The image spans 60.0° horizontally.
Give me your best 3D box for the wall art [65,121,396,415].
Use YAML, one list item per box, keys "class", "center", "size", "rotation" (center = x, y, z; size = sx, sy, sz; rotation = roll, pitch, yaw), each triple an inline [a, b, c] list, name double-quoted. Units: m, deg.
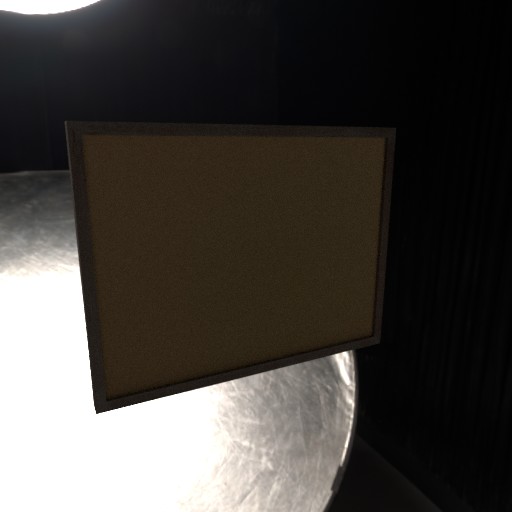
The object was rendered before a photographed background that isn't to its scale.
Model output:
- class: "wall art"
  center: [0.000, 0.000, 1.783]
  size: [1.320, 1.009, 0.070]
  rotation: [-7, 16, -26]
